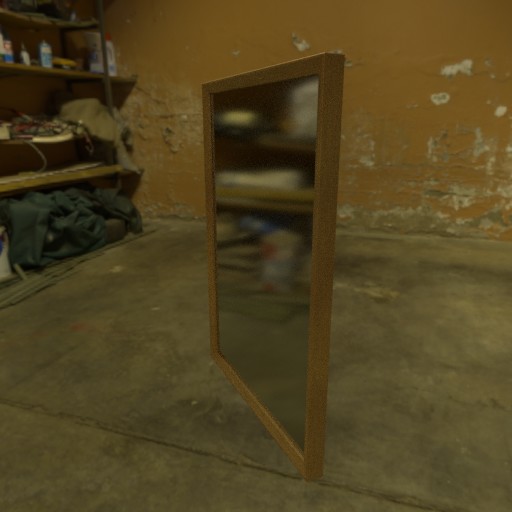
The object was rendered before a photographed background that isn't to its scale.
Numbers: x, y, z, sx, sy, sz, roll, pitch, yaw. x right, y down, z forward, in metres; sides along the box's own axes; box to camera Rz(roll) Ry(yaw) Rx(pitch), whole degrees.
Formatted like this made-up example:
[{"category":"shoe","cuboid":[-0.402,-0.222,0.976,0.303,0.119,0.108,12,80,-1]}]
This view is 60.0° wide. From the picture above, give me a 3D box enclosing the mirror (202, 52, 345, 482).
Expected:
[{"category":"mirror","cuboid":[0.000,0.000,0.924,0.039,0.710,0.507,-8,18,-24]}]
